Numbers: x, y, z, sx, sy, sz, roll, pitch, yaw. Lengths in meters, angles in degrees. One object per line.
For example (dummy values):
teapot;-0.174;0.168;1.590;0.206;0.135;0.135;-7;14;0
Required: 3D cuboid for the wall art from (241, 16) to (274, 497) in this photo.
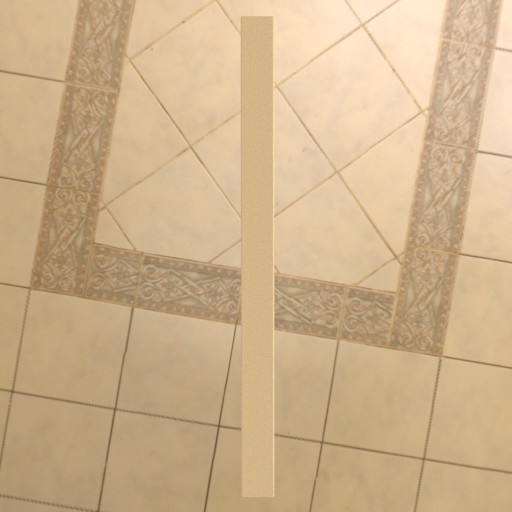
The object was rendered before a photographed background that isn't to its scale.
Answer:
wall art;0.000;0.000;0.767;0.042;0.414;0.608;0;91;-1
